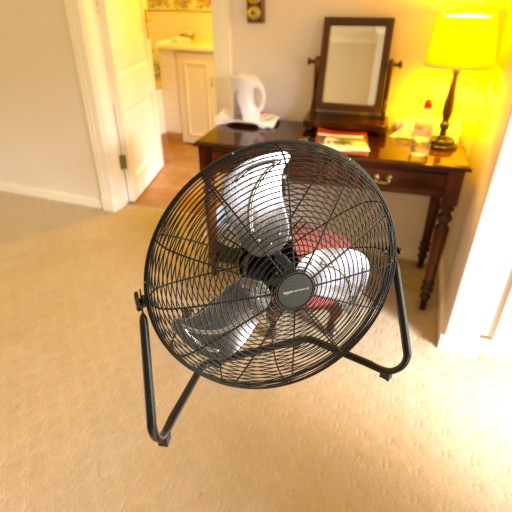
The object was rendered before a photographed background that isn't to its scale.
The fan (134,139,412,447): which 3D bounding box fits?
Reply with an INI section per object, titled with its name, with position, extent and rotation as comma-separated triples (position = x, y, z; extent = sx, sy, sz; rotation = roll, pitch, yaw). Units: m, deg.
[fan]
position = 0.000, 0.000, 0.934
extent = 0.555, 0.546, 0.424
rotation = -10, 33, -17
